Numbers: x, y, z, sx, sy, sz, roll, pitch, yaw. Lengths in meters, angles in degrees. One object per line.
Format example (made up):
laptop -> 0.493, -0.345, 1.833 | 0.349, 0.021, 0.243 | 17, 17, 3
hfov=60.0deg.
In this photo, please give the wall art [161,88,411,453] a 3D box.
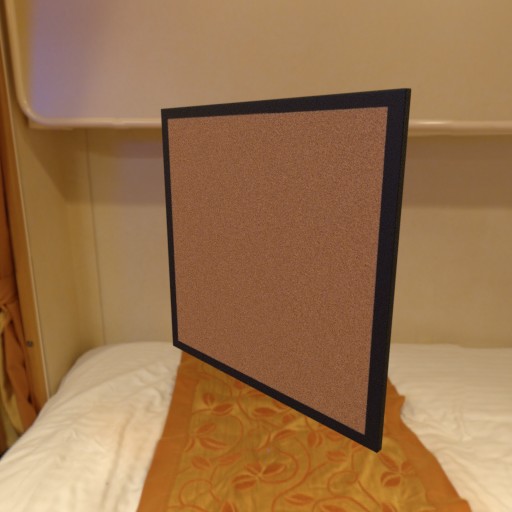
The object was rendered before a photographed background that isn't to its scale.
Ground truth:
wall art -> 0.000, 0.000, 0.993 | 0.663, 0.659, 0.016 | 14, 20, 42
